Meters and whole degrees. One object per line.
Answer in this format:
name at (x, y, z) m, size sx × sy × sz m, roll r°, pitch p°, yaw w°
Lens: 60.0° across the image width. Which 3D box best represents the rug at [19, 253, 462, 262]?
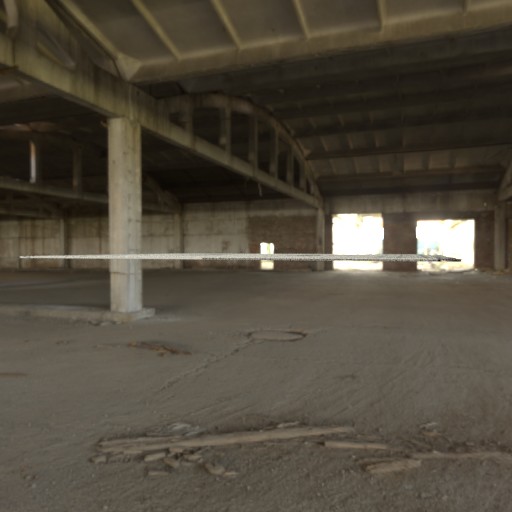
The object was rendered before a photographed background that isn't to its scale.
rug at (0.000, 0.000, 2.911) m, size 2.312 × 0.013 × 1.600 m, roll 0°, pitch 1°, yaw 19°
